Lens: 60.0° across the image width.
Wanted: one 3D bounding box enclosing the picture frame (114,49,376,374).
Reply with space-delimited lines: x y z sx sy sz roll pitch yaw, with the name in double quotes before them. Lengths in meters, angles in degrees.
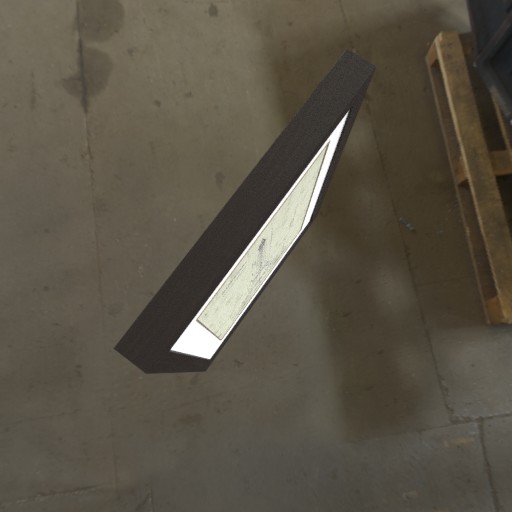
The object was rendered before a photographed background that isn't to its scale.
"picture frame" 0.000 0.000 0.776 0.044 0.555 0.452 35 78 8
